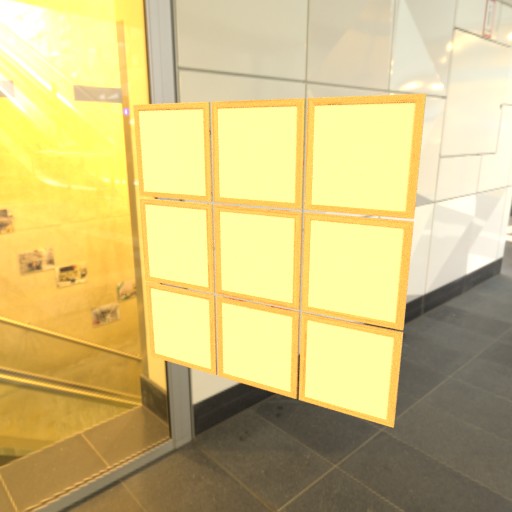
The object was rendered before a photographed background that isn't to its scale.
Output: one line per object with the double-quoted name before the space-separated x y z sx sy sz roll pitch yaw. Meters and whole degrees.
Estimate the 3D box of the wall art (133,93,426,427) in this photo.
"wall art" 0.000 0.000 1.834 1.214 1.219 0.013 8 17 27
